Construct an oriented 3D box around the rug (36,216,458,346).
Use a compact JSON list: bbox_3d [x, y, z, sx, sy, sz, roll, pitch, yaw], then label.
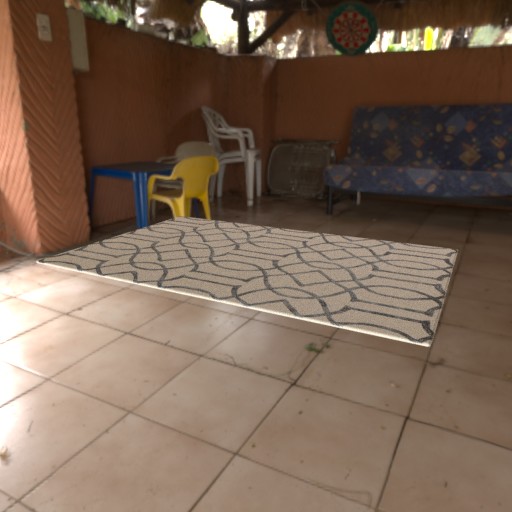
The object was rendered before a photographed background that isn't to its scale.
[{"bbox_3d":[0.000,0.000,2.939,2.365,0.017,1.521,9,19,26],"label":"rug"}]
